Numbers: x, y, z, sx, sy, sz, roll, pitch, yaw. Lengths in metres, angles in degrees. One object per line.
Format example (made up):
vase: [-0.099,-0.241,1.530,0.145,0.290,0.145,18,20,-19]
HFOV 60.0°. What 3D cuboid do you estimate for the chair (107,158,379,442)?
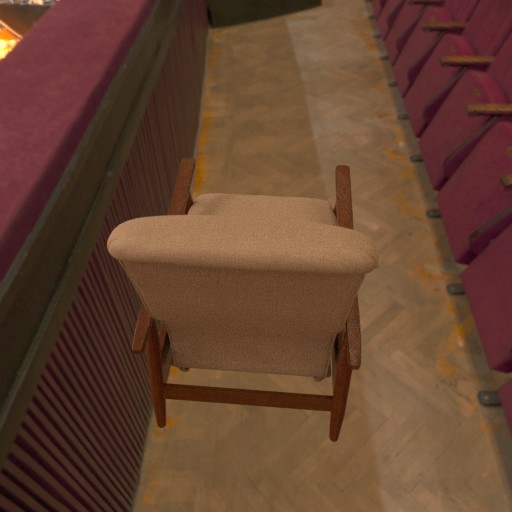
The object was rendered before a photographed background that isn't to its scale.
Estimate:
chair: [0.000,0.000,1.727,0.762,1.082,1.030,3,46,3]
